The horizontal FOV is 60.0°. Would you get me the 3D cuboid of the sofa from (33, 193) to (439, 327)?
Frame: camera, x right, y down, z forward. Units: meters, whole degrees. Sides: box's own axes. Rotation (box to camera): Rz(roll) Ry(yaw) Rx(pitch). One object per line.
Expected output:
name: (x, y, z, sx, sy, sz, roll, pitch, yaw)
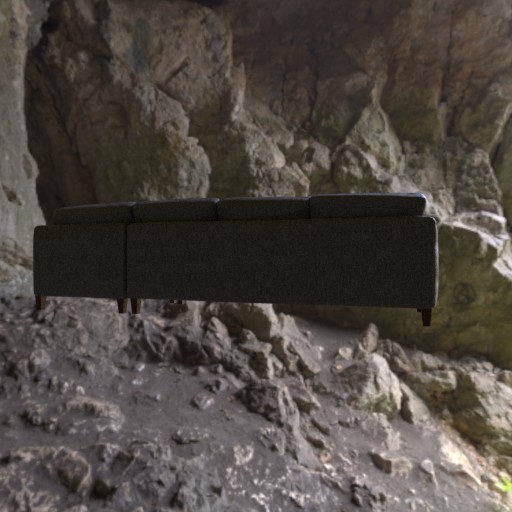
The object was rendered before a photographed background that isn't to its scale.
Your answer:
sofa: (0.000, 0.000, 4.568, 3.302, 0.947, 2.593, 0, 0, 17)
